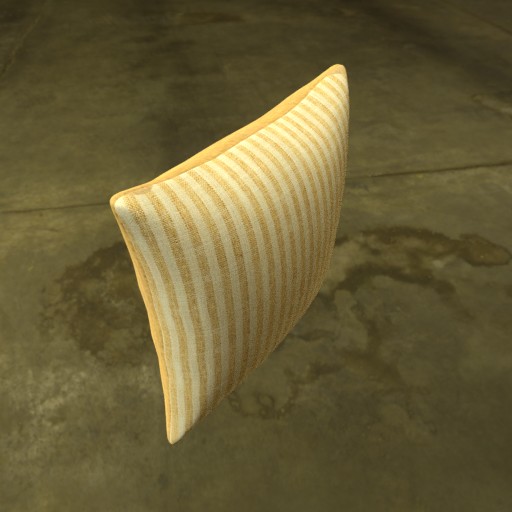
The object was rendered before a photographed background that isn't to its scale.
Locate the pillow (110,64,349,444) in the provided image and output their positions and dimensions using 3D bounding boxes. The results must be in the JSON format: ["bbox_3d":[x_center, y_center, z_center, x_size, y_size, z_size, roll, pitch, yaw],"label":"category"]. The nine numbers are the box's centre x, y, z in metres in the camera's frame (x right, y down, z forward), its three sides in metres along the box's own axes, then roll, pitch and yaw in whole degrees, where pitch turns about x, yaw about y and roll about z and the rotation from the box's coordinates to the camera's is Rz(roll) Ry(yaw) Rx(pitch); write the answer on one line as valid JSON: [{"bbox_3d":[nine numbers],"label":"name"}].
[{"bbox_3d":[0.000,0.000,0.617,0.173,0.407,0.419,25,47,26],"label":"pillow"}]
